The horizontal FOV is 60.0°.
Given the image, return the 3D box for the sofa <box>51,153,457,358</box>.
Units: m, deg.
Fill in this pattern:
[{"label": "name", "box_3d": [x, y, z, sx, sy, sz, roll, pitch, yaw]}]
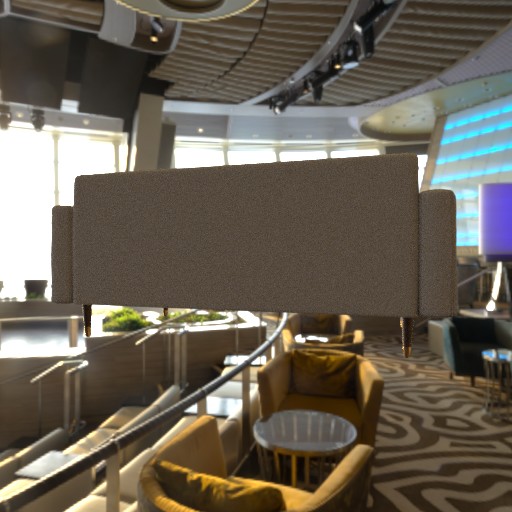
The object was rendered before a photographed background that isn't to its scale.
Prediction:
[{"label": "sofa", "box_3d": [0.000, 0.000, 2.386, 1.895, 0.814, 0.969, 0, 0, 18]}]
